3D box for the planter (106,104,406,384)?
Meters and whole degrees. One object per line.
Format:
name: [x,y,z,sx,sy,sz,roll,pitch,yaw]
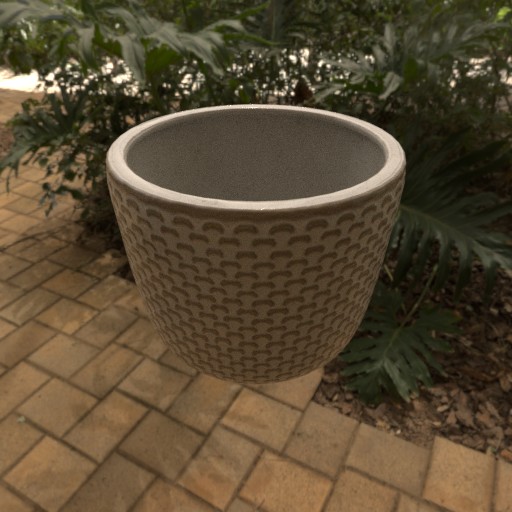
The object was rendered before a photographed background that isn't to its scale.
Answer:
planter: [0.000,0.000,0.304,0.173,0.160,0.173,0,34,0]
